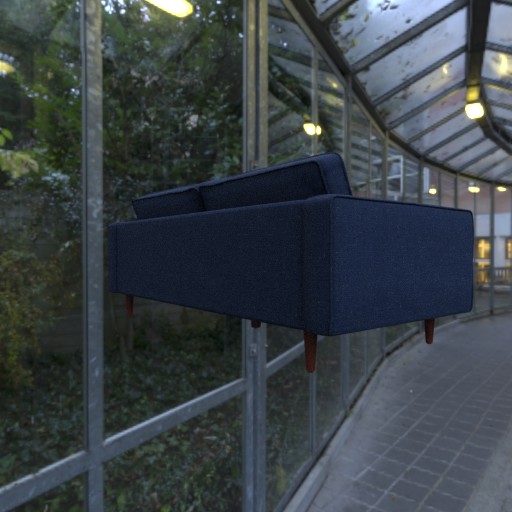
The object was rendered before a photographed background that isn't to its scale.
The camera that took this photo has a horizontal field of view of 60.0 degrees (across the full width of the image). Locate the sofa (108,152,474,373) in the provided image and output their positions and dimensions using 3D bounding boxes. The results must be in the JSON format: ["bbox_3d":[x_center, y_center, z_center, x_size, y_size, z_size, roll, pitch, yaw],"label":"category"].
[{"bbox_3d":[0.000,0.000,2.328,0.914,0.762,1.880,-1,1,-38],"label":"sofa"}]
